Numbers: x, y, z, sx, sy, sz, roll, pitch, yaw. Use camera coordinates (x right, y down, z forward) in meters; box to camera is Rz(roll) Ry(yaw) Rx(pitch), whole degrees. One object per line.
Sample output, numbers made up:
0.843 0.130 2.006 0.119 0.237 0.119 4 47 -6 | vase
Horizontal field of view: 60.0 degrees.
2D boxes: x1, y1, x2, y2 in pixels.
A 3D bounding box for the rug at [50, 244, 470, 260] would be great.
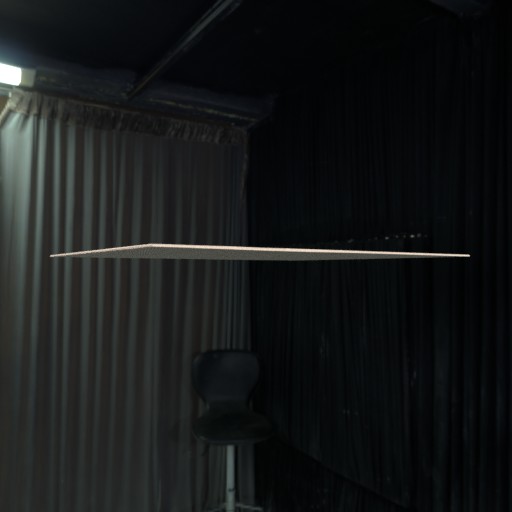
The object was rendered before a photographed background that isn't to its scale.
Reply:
0.000 0.000 3.888 2.895 0.018 2.288 1 -2 -36 | rug
